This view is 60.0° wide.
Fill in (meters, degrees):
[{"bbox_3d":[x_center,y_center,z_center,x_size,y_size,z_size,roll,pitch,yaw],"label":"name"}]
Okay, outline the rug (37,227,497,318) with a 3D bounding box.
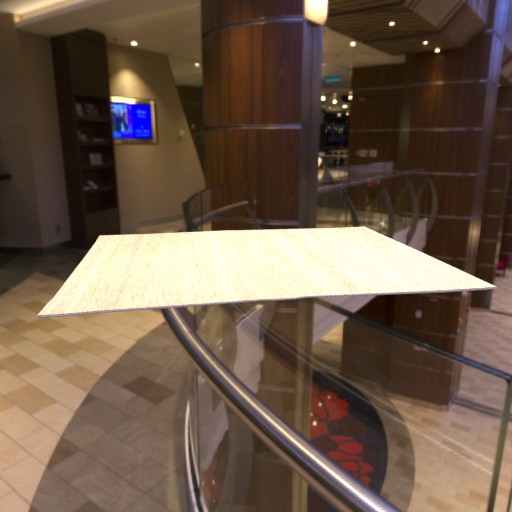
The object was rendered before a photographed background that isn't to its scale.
[{"bbox_3d":[0.000,0.000,4.209,3.245,0.046,2.467,-2,15,-9],"label":"rug"}]
